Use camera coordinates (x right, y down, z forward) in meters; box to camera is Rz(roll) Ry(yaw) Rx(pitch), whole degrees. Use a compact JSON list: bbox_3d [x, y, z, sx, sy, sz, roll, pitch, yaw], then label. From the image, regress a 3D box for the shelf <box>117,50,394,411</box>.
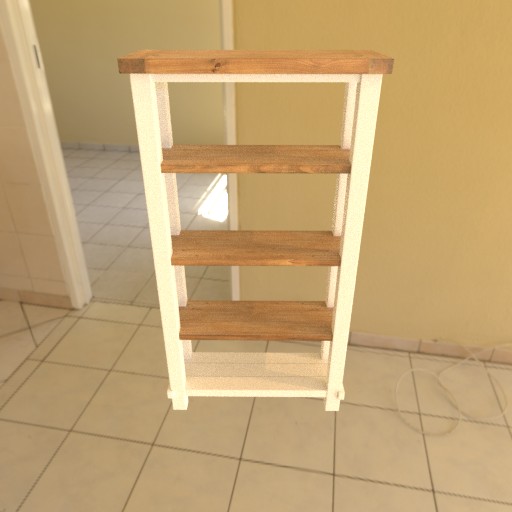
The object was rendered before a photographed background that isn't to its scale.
[{"bbox_3d":[0.000,0.000,2.255,1.022,1.878,0.381,0,29,0],"label":"shelf"}]
